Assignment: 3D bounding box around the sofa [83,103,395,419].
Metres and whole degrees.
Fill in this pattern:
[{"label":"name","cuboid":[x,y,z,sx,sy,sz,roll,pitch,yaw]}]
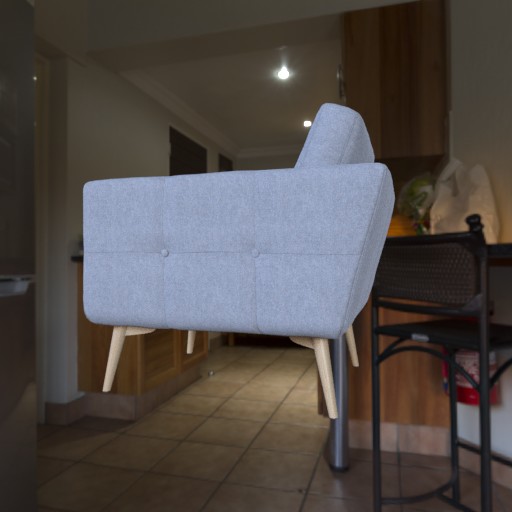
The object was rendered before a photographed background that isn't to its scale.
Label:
[{"label":"sofa","cuboid":[0.000,0.000,1.550,0.920,0.860,0.770,0,0,18]}]
